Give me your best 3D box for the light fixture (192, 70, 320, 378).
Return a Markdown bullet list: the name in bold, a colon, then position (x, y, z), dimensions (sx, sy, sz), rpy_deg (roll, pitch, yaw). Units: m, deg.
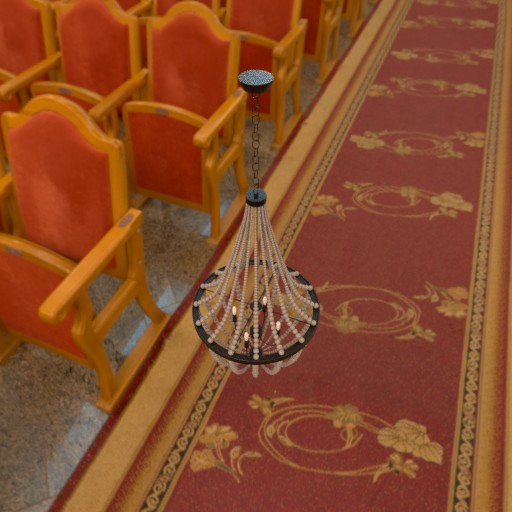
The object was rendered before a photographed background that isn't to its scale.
- **light fixture**: position (0.000, 0.000, 1.385), dimensions (0.450, 1.133, 0.450), rpy_deg (0, 46, 0)
